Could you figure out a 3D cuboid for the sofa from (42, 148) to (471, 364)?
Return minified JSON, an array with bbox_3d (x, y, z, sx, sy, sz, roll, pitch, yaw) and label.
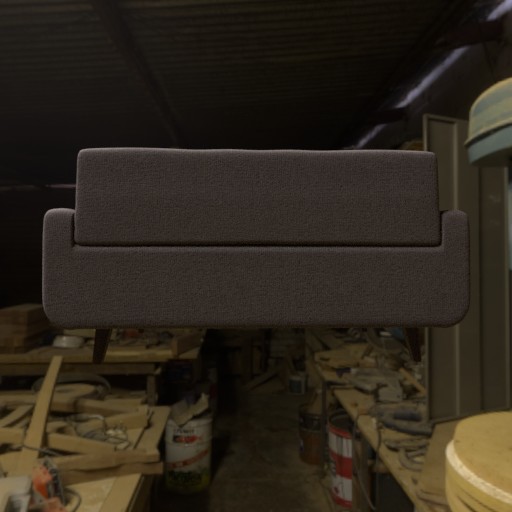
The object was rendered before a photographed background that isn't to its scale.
[{"bbox_3d":[0.000,0.000,2.125,1.631,0.841,0.909,0,-1,-2],"label":"sofa"}]
